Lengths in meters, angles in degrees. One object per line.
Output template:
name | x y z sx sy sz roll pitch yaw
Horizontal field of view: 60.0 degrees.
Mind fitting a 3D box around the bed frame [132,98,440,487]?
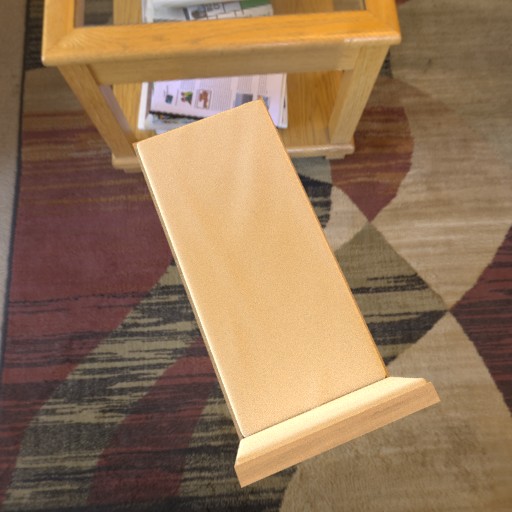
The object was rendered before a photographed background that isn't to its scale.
bed frame | 0.000 0.000 2.702 0.990 0.920 2.140 -21 77 -5
